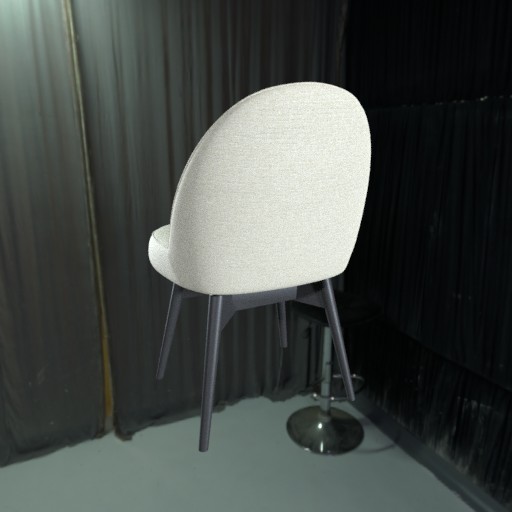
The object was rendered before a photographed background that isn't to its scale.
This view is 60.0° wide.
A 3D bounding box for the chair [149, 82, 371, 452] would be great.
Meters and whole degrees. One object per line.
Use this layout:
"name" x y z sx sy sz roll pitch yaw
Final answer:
"chair" 0.000 0.000 1.206 0.532 0.838 0.540 -8 17 -27
